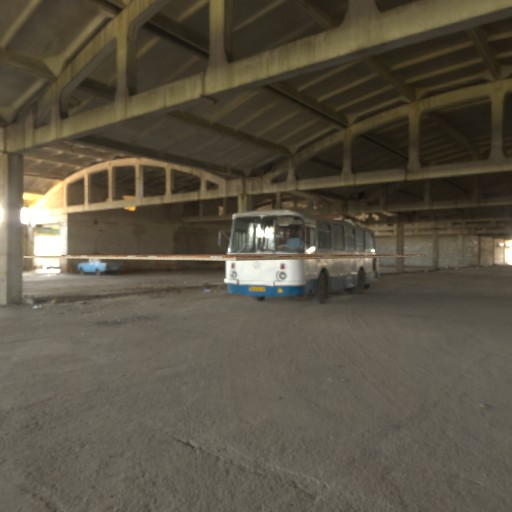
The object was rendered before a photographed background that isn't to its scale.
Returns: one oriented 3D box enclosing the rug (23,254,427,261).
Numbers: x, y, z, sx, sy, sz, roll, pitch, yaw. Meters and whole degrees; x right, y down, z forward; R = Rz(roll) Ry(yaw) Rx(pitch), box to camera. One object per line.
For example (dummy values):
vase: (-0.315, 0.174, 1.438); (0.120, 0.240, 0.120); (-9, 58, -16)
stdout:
rug: (0.000, 0.000, 2.936); (1.555, 0.016, 2.286); (0, 0, 37)
